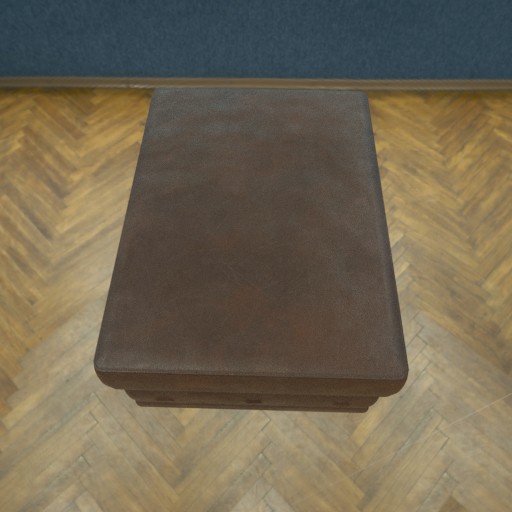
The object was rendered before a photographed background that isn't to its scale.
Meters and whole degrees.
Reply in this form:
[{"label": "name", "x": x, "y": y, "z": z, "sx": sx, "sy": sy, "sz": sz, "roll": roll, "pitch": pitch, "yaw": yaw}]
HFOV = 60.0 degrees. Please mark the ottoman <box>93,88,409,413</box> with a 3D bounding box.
[{"label": "ottoman", "x": 0.000, "y": 0.000, "z": 1.190, "sx": 0.588, "sy": 0.509, "sz": 0.795, "roll": 1, "pitch": 59, "yaw": 1}]
